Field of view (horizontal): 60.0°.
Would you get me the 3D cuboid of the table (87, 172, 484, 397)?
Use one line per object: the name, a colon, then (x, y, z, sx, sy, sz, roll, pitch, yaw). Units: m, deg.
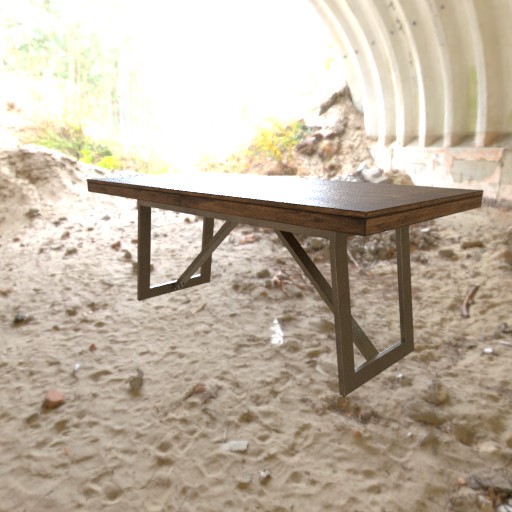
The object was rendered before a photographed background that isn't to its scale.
table: (0.000, 0.000, 2.343, 0.931, 0.757, 1.867, -13, 19, -43)
